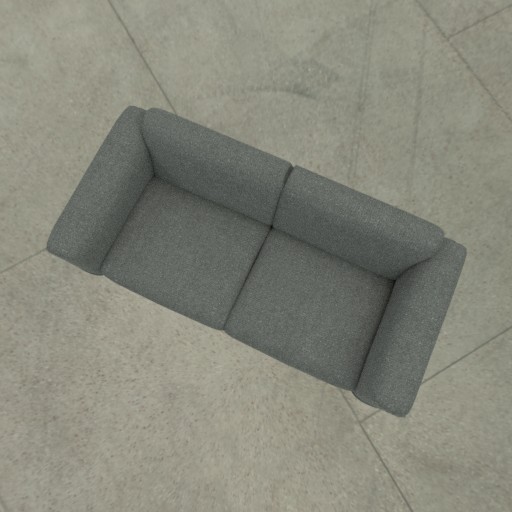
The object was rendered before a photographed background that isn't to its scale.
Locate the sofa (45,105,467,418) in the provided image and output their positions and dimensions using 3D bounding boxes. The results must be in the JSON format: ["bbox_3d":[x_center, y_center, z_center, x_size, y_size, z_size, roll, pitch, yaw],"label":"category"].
[{"bbox_3d":[0.000,0.000,2.571,2.125,0.703,0.985,24,78,6],"label":"sofa"}]
